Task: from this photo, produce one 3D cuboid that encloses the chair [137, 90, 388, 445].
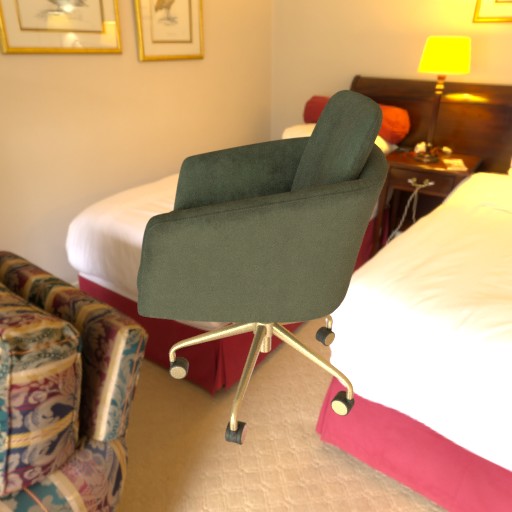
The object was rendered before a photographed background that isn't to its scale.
[{"bbox_3d":[0.000,0.000,1.330,0.635,0.908,0.641,0,26,-1],"label":"chair"}]
